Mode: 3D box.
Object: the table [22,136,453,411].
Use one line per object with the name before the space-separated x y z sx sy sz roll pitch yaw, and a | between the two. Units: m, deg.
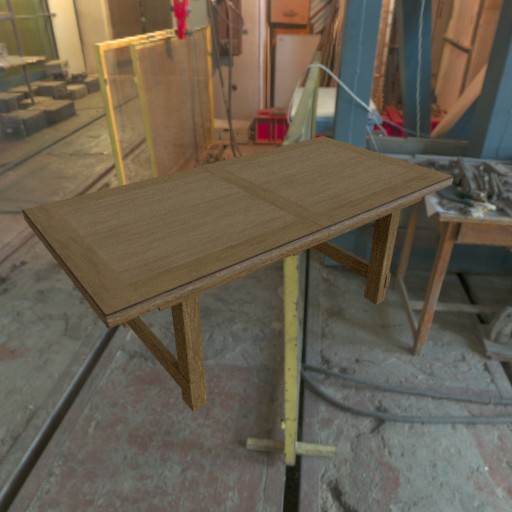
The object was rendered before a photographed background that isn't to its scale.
table | 0.000 0.000 2.439 1.982 0.762 1.000 -22 37 -32
